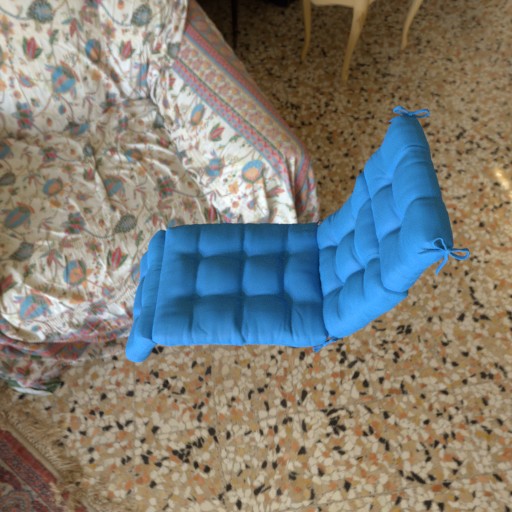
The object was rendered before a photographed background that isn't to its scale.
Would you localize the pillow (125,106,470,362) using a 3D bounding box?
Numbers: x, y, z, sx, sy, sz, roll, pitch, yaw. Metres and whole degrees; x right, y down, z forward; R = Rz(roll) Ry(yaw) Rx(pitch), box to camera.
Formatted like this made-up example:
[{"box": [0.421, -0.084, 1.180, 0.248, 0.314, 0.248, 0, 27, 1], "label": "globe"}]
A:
[{"box": [0.000, 0.000, 1.510, 1.016, 0.863, 0.526, 0, 58, 0], "label": "pillow"}]
